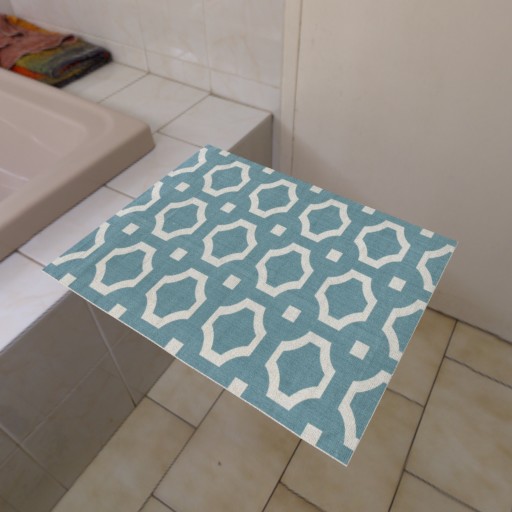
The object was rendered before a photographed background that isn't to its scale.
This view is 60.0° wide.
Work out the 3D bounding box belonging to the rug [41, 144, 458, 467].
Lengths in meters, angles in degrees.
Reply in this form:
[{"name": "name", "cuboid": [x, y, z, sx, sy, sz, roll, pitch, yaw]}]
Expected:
[{"name": "rug", "cuboid": [0.000, 0.000, 4.142, 3.049, 0.021, 2.466, 26, 52, 22]}]
